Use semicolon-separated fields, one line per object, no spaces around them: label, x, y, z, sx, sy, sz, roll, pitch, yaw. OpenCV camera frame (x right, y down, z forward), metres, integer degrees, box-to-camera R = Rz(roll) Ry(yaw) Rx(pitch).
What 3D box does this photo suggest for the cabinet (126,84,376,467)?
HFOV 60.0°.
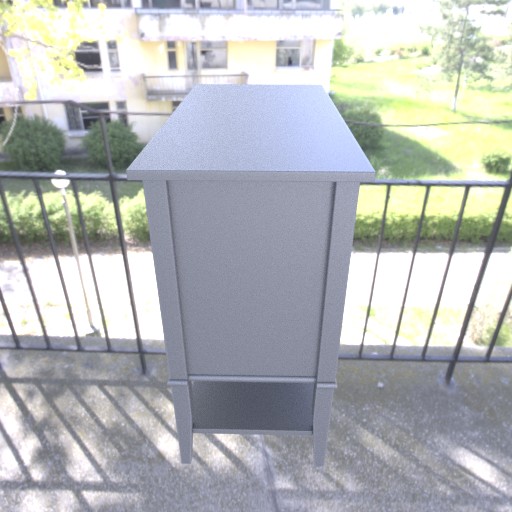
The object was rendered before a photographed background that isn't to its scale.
cabinet;0.000;0.000;1.242;0.396;0.780;0.801;1;30;1
